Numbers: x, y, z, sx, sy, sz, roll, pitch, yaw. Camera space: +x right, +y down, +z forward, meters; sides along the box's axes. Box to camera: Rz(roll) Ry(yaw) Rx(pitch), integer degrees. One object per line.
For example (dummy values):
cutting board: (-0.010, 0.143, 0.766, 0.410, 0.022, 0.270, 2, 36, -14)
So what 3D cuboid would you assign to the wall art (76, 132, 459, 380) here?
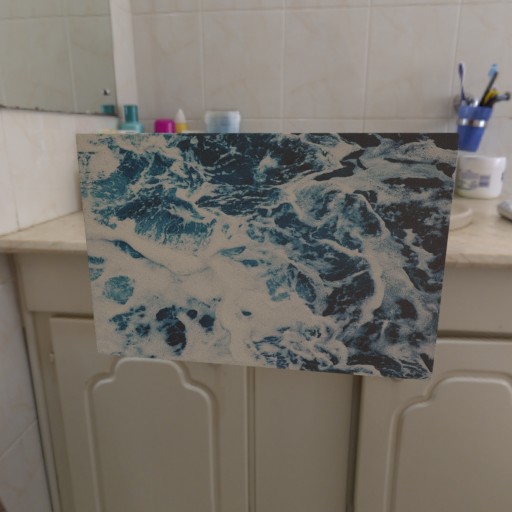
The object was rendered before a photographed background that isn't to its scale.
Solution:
wall art: (0.000, 0.000, 1.142, 0.915, 0.610, 0.042, 2, 15, 9)
